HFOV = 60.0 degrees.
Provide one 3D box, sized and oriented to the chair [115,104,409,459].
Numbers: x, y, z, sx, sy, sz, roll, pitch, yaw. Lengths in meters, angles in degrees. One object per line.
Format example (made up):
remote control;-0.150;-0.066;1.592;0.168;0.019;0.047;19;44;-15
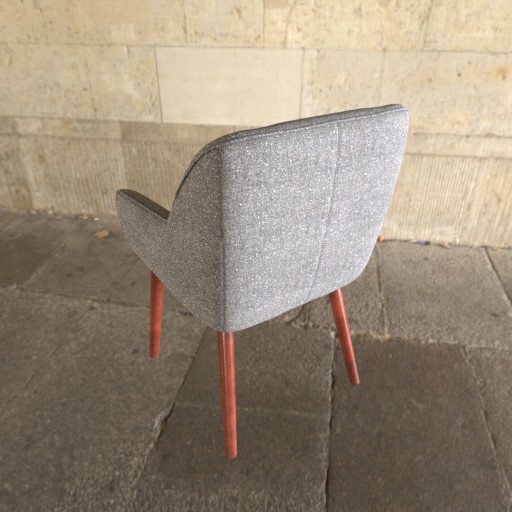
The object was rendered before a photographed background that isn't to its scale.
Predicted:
chair;0.000;0.000;1.150;0.543;0.803;0.519;-19;36;-29
